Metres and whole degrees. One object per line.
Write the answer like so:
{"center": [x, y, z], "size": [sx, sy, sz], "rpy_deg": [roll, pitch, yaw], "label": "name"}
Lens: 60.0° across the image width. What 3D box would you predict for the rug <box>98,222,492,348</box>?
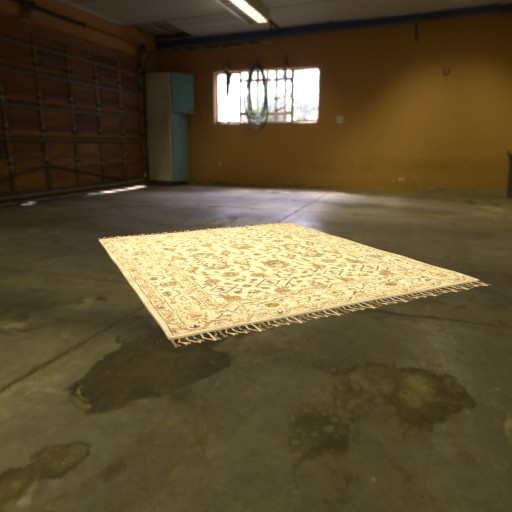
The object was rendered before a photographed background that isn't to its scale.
{"center": [0.000, 0.000, 4.096], "size": [2.426, 0.034, 3.061], "rpy_deg": [-7, 16, -25], "label": "rug"}
